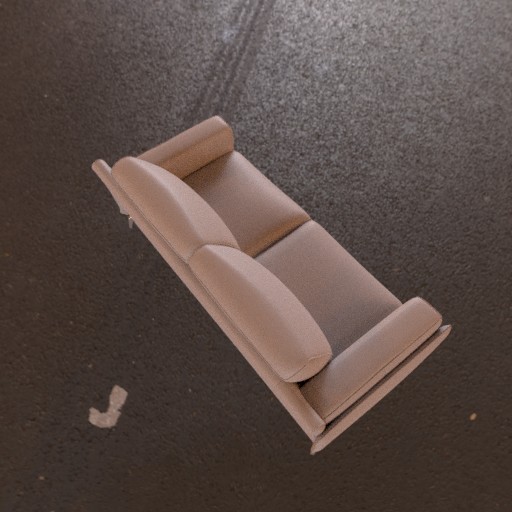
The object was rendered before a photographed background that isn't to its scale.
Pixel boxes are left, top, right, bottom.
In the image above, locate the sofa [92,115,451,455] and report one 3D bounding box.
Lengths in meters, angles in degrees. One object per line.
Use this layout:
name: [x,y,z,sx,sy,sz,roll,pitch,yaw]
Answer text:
sofa: [0.000,0.000,2.664,1.049,0.930,2.101,-34,64,-19]
